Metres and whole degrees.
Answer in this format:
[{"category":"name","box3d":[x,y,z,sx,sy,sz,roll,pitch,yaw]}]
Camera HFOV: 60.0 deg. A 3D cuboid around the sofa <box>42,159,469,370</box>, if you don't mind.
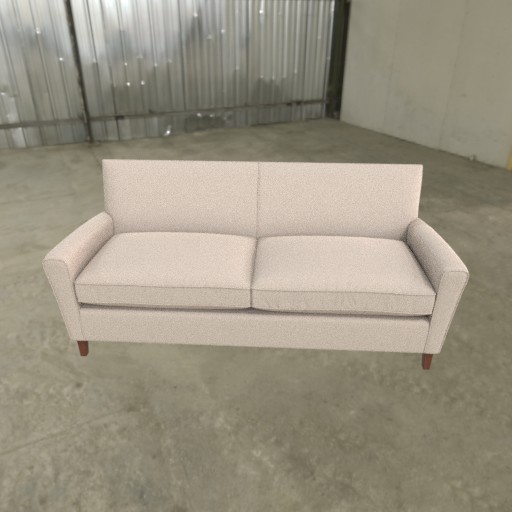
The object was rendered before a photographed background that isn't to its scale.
[{"category":"sofa","box3d":[0.000,0.000,2.485,2.000,0.846,0.875,2,29,3]}]
